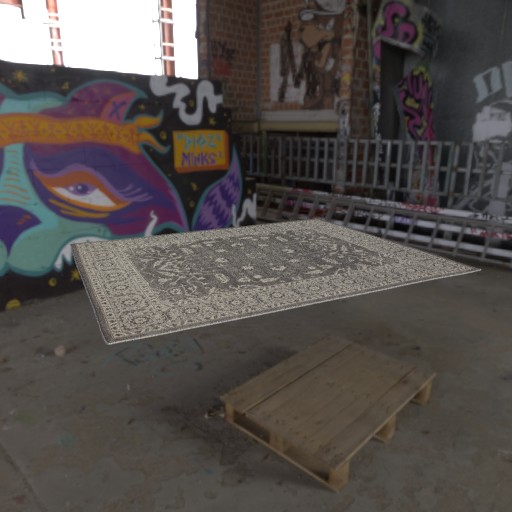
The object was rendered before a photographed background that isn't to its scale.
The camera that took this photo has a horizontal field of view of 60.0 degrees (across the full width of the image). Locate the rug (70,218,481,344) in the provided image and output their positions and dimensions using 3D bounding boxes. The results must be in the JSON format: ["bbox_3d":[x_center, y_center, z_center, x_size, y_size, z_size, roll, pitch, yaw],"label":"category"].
[{"bbox_3d":[0.000,0.000,4.153,3.069,0.026,2.451,-8,18,-25],"label":"rug"}]
